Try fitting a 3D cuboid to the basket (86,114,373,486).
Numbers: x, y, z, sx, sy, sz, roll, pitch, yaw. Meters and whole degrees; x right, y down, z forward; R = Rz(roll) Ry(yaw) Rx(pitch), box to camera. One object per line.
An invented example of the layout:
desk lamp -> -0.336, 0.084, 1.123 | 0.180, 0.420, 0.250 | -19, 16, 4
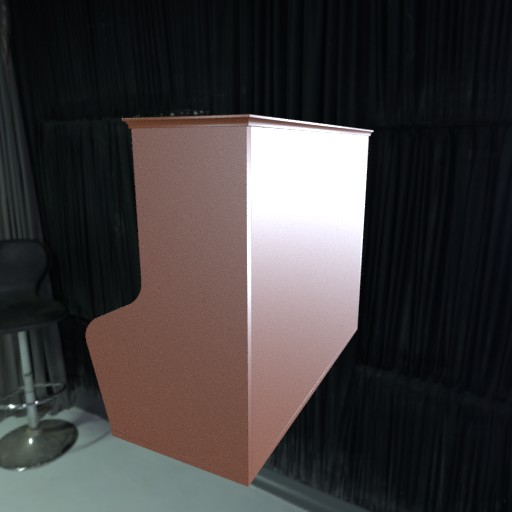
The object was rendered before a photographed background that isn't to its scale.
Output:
basket -> 0.000, 0.000, 1.116 | 0.376, 0.625, 0.792 | 7, 16, 26
